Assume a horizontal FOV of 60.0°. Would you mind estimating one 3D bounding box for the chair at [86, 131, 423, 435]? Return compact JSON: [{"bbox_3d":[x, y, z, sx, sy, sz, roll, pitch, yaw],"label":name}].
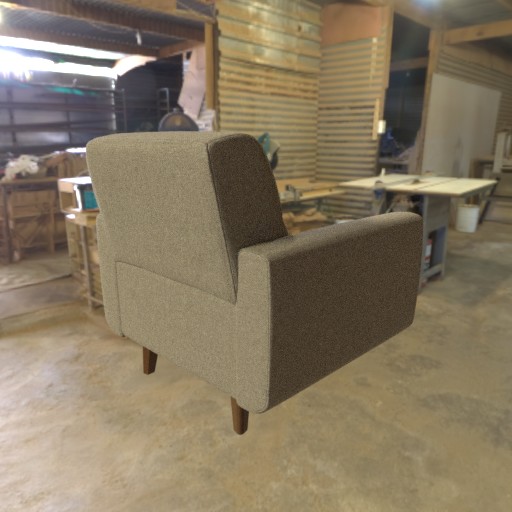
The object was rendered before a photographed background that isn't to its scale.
[{"bbox_3d":[0.000,0.000,1.556,0.831,0.839,0.907,14,21,42],"label":"chair"}]
